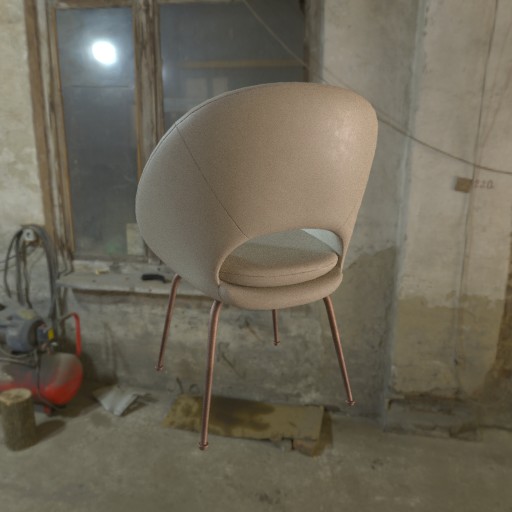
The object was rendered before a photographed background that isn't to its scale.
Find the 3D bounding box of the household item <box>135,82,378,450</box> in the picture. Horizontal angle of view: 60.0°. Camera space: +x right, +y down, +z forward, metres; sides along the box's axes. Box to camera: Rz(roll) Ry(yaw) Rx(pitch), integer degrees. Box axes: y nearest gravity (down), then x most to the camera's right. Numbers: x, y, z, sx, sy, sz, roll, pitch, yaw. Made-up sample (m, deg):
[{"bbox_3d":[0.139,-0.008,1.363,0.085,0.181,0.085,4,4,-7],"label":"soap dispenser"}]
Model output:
[{"bbox_3d":[0.000,0.000,1.248,0.623,0.852,0.573,-6,15,-25],"label":"household item"}]
